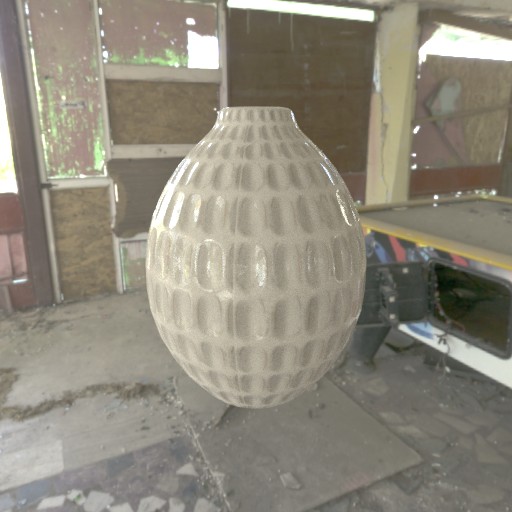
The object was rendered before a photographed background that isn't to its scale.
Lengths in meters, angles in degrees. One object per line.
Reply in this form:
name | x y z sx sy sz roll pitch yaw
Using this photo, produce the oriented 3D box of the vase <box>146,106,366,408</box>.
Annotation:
vase | 0.000 0.000 0.263 0.128 0.167 0.128 0 16 0
